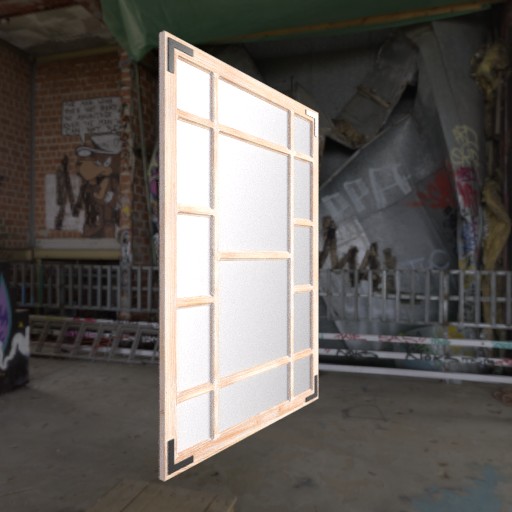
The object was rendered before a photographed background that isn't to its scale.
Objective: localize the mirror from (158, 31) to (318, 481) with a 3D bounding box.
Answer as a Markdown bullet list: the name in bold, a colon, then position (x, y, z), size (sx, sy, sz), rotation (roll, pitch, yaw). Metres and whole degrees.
- **mirror**: position (0.000, 0.000, 1.267), size (0.025, 0.996, 0.705), rotation (0, 0, 37)
